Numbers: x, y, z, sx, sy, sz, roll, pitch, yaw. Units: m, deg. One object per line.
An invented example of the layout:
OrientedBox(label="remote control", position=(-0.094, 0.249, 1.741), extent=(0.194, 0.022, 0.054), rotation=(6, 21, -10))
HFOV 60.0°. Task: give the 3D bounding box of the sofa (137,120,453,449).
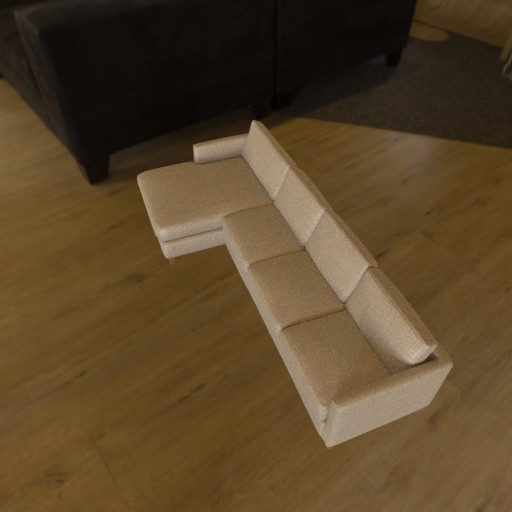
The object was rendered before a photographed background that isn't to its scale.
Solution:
OrientedBox(label="sofa", position=(0.000, 0.000, 3.826), extent=(1.502, 0.876, 3.201), rotation=(-15, 47, -15))
